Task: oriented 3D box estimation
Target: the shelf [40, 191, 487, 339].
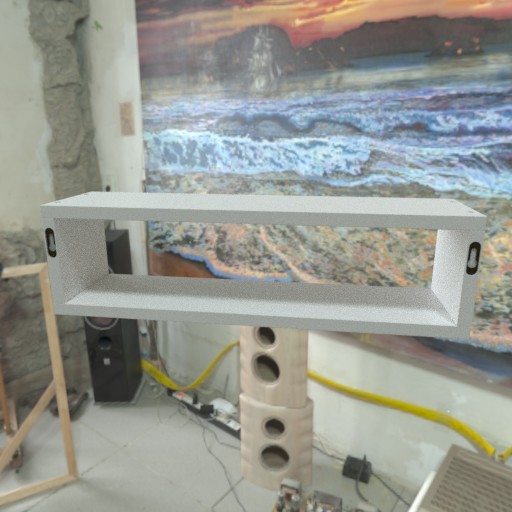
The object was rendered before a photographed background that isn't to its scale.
[{"bbox_3d":[0.000,0.000,0.694,0.610,0.170,0.150,2,16,8],"label":"shelf"}]
